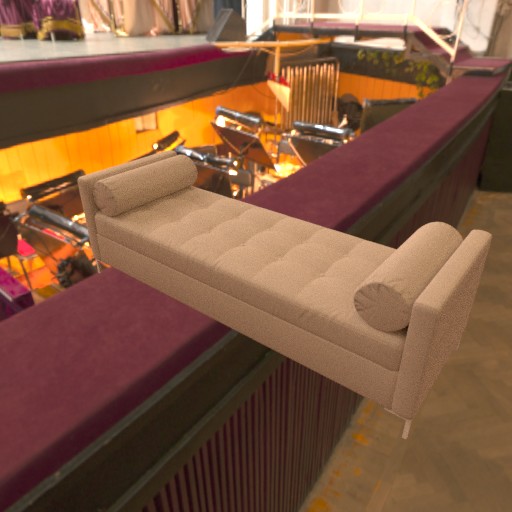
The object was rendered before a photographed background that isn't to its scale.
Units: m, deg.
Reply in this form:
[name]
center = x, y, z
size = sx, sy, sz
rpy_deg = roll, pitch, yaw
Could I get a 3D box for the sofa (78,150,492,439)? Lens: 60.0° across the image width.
[sofa]
center = 0.000, 0.000, 2.286
size = 1.981, 0.635, 0.686
rpy_deg = 21, 36, 32
